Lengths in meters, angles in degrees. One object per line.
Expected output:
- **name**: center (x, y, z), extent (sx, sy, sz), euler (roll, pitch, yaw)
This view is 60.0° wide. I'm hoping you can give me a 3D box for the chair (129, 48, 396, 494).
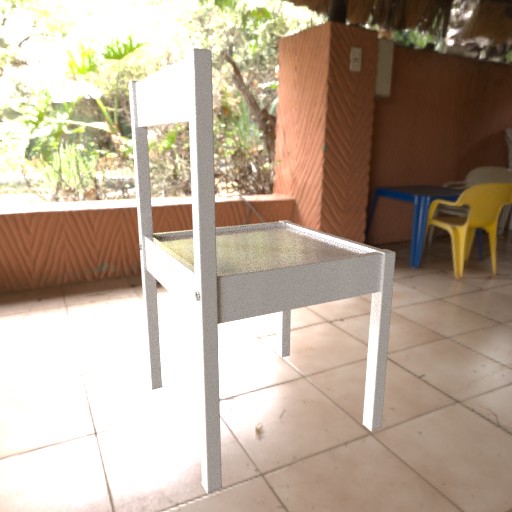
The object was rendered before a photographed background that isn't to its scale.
- **chair**: center (0.000, 0.000, 0.666), extent (0.285, 0.505, 0.285), euler (-7, 16, -27)
